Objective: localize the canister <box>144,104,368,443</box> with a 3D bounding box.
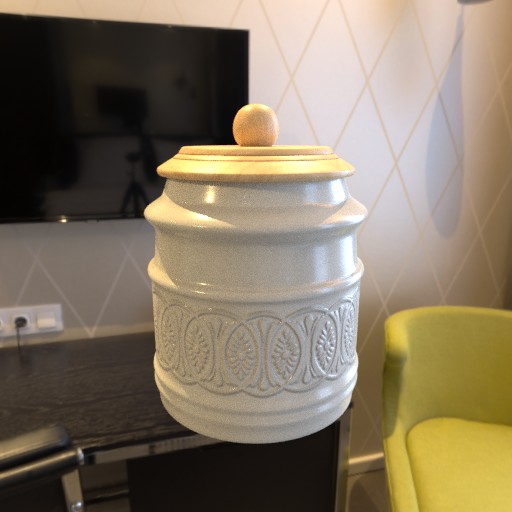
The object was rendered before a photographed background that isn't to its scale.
[{"bbox_3d":[0.000,0.000,0.272,0.130,0.176,0.130,0,15,0],"label":"canister"}]
